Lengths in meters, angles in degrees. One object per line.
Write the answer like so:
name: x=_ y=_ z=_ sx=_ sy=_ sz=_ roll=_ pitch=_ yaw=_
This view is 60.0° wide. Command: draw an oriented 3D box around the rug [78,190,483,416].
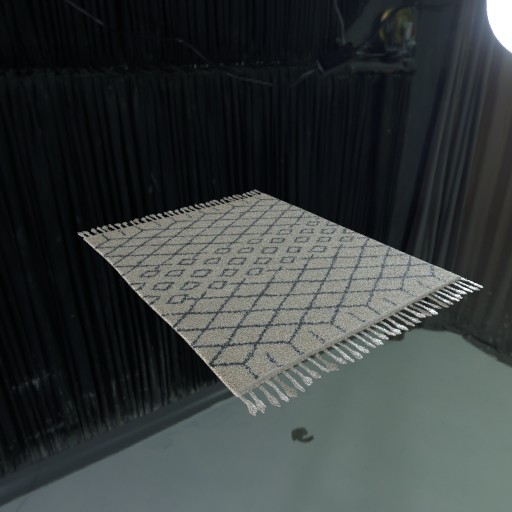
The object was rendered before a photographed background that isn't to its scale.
rug: x=0.000 y=0.000 z=4.228 sx=2.388 sy=0.030 sz=3.213 roll=-19 pitch=32 yaw=-32
